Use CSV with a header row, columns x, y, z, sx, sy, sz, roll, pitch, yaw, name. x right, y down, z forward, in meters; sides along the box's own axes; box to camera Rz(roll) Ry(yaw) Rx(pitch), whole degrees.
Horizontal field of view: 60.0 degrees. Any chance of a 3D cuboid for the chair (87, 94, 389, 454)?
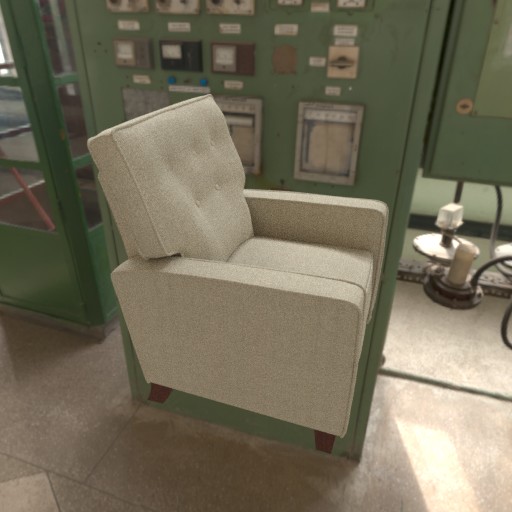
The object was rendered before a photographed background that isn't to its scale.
x,y,z,sx,sy,sz,roll,pitch,yaw,name
0.000,0.000,1.413,0.754,0.888,0.648,10,31,17,chair
